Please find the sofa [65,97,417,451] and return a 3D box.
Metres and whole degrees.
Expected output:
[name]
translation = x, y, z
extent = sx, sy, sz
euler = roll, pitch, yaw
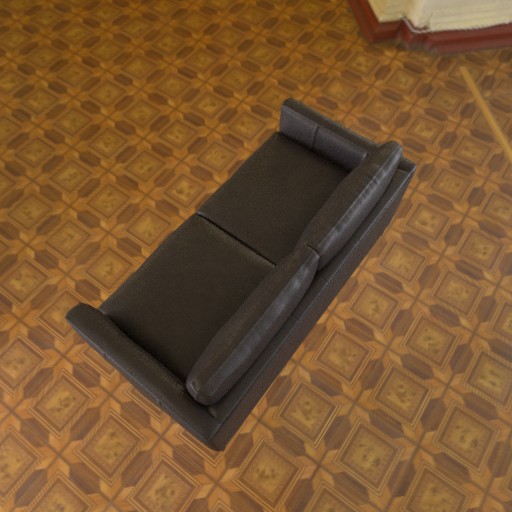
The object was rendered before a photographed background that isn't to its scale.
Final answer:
[sofa]
translation = 0.000, 0.000, 2.397
extent = 0.947, 0.883, 1.805
euler = 32, 66, 16
